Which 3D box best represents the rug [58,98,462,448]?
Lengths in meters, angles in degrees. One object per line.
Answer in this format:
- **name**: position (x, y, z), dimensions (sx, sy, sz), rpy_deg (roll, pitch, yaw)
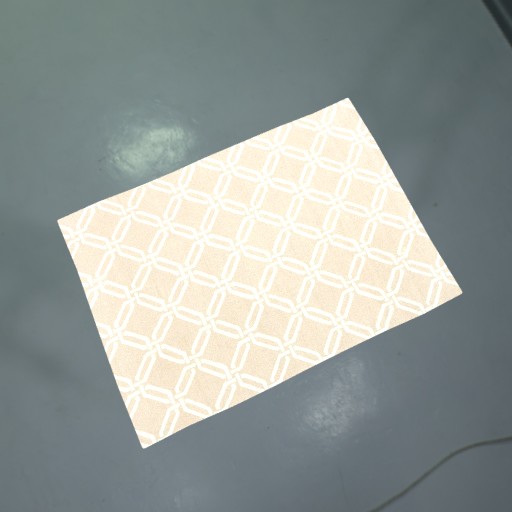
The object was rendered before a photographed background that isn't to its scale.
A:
- **rug**: position (0.000, 0.000, 2.793), dimensions (2.135, 0.013, 1.524), rpy_deg (-24, 77, -6)
